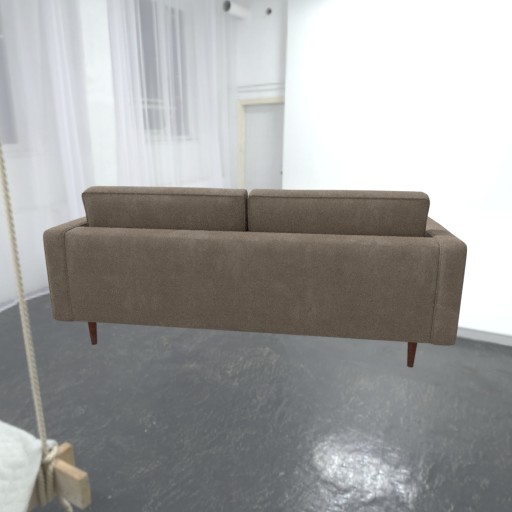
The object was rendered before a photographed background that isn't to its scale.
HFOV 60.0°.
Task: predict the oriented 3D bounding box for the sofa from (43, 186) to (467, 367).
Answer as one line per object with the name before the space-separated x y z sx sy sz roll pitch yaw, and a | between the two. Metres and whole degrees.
sofa | 0.000 0.000 2.362 1.883 0.769 0.920 2 15 8
